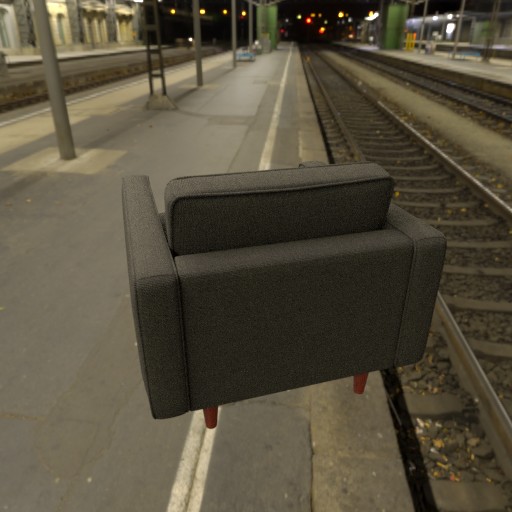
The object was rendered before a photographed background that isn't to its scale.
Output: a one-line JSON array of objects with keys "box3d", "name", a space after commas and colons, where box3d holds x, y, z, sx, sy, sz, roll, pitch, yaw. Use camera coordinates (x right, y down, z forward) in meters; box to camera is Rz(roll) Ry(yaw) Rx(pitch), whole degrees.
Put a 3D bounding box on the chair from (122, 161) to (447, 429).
[{"box3d": [0.000, 0.000, 1.622, 0.899, 0.770, 0.919, -8, 28, -15], "name": "chair"}]
